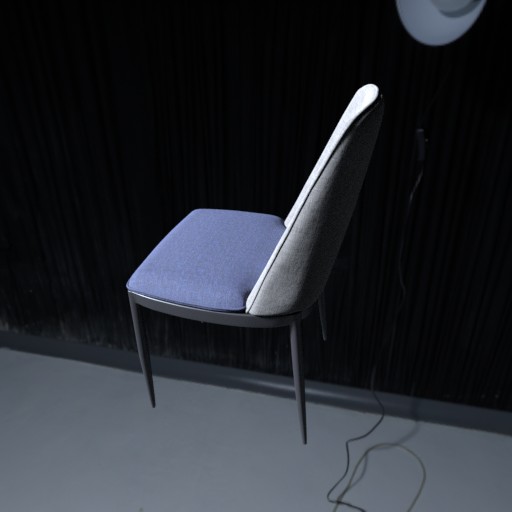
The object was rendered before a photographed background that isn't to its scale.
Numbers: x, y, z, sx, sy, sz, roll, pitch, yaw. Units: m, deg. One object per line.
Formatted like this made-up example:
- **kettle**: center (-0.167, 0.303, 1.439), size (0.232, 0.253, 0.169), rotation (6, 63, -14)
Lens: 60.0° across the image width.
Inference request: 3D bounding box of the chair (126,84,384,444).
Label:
- **chair**: center (0.000, 0.000, 1.180), size (0.550, 0.855, 0.488), rotation (8, 31, 13)
